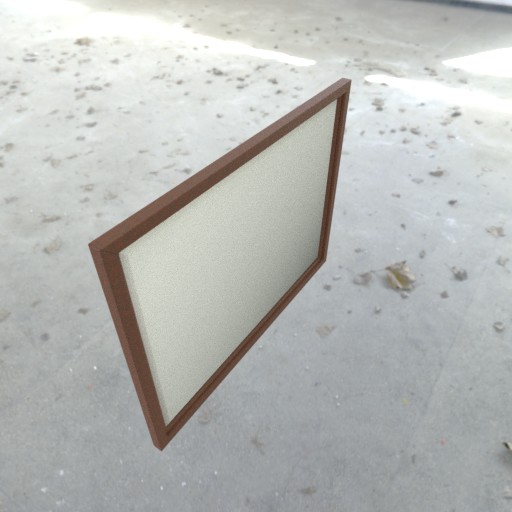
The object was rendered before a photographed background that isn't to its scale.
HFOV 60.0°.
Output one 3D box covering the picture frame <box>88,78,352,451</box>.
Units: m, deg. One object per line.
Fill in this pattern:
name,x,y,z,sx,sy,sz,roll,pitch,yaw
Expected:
picture frame,0.000,0.000,1.781,0.045,1.018,1.329,25,47,25
